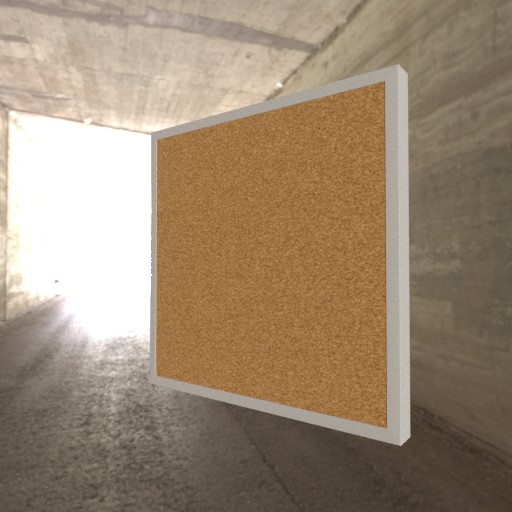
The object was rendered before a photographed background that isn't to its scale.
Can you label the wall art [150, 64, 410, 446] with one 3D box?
[{"bbox_3d":[0.000,0.000,0.755,0.506,0.505,0.038,-1,-1,37],"label":"wall art"}]
